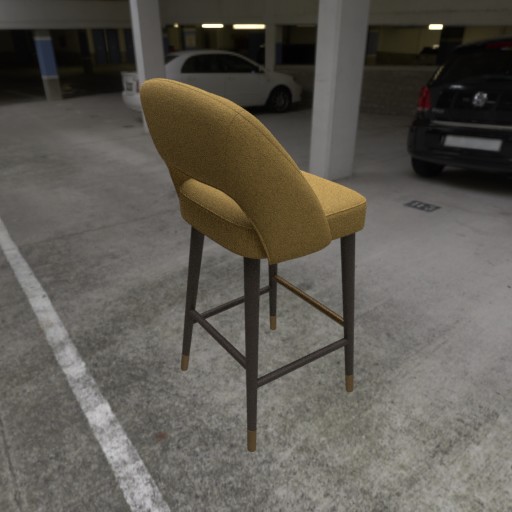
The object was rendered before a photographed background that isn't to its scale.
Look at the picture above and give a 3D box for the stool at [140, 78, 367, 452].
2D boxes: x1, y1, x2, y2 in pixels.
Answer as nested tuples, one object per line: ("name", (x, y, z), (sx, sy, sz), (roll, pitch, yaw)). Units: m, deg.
("stool", (0.000, 0.000, 1.350), (0.522, 1.032, 0.536), (-19, 33, -31))
